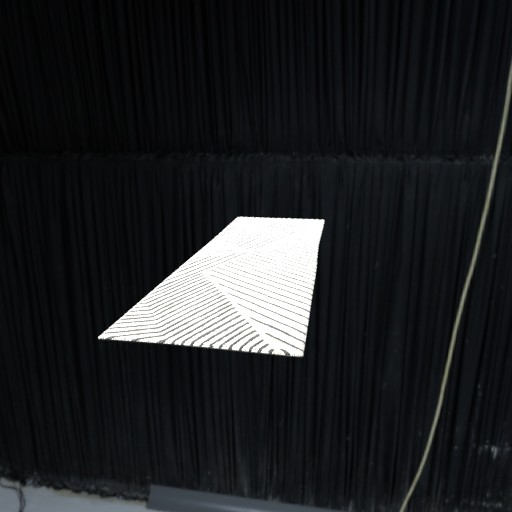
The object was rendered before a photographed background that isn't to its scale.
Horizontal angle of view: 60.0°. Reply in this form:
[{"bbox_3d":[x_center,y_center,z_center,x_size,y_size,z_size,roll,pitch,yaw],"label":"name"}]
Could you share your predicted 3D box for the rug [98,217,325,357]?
[{"bbox_3d":[0.000,0.000,2.754,0.773,0.020,2.439,3,16,10],"label":"rug"}]
